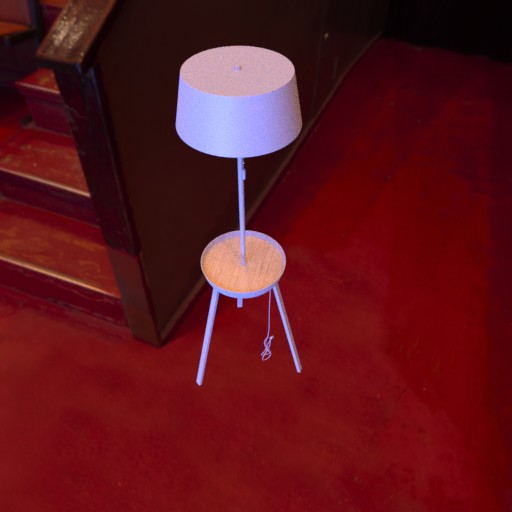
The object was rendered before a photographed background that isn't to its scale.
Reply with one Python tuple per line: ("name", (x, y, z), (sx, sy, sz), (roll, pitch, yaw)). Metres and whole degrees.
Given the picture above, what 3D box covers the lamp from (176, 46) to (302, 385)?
("lamp", (0.000, 0.000, 1.674), (0.468, 1.429, 0.508), (16, 49, 15))
